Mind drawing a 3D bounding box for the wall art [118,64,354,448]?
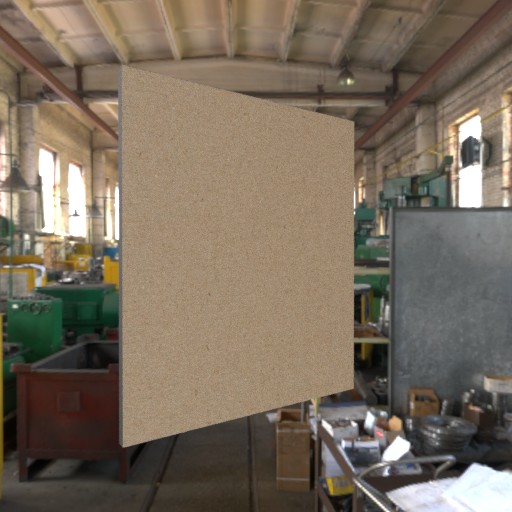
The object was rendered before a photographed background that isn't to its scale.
[{"bbox_3d":[0.000,0.000,1.227,0.755,0.863,0.028,0,1,-35],"label":"wall art"}]
